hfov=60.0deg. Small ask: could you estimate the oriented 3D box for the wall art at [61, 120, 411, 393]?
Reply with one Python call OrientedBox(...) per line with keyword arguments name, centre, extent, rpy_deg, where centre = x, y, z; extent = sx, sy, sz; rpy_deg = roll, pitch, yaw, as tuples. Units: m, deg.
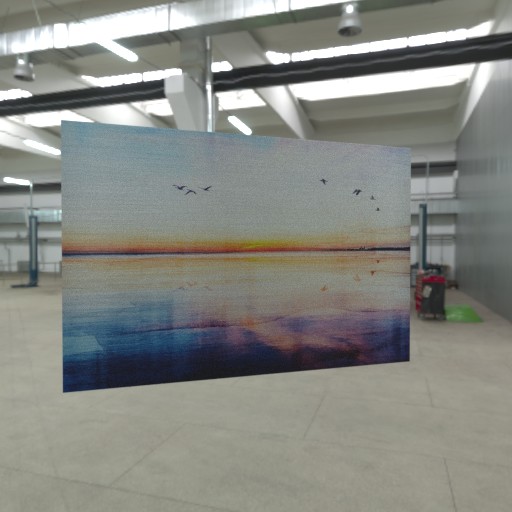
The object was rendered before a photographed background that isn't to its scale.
OrientedBox(name="wall art", centre=(0.000, 0.000, 0.751), extent=(0.604, 0.402, 0.018), rpy_deg=(0, 1, -18))
